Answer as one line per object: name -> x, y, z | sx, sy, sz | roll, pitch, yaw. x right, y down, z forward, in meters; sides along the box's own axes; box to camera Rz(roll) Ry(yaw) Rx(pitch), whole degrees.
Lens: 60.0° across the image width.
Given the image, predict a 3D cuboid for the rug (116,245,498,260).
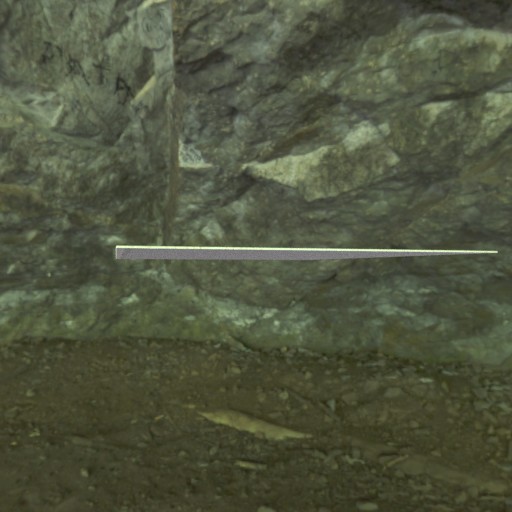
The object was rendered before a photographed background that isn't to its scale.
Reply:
rug -> 0.000, 0.000, 3.439 | 2.073, 0.011, 2.584 | 0, -2, -17
